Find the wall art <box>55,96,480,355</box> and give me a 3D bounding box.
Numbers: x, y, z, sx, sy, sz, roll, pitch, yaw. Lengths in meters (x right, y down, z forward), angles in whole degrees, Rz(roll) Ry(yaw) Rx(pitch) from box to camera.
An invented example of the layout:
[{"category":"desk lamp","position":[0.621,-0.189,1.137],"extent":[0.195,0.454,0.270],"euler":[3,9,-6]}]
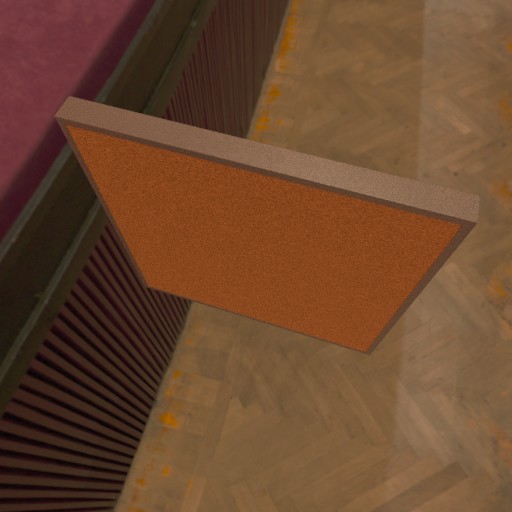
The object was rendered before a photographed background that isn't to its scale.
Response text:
[{"category":"wall art","position":[0.000,0.000,0.508],"extent":[0.349,0.349,0.028],"euler":[16,63,8]}]
